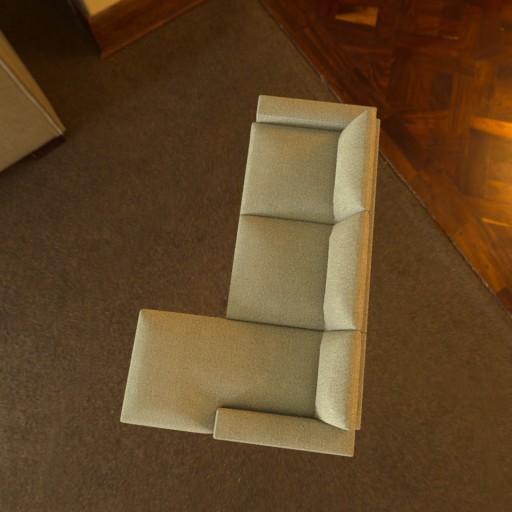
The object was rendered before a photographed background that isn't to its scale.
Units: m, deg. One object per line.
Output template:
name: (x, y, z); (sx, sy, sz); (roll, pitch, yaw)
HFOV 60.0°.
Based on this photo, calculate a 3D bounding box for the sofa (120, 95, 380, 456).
sofa: (0.000, 0.000, 3.487); (1.689, 0.813, 2.718); (7, 77, 2)
